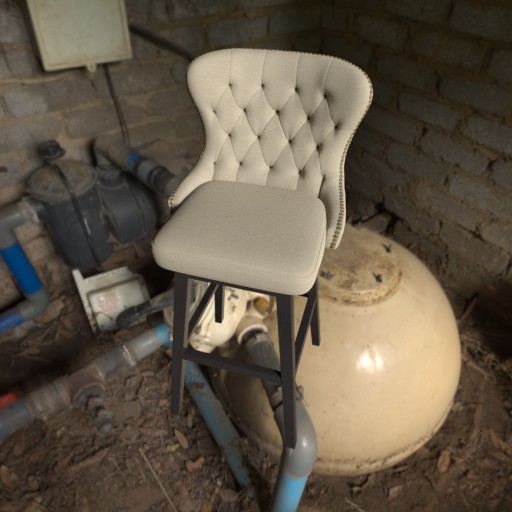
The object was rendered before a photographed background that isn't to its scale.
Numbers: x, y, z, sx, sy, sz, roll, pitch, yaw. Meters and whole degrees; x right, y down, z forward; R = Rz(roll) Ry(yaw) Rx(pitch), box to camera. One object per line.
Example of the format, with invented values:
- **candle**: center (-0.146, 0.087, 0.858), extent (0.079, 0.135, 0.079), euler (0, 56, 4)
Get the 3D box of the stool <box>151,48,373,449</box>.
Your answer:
- **stool**: center (0.000, 0.000, 1.386), extent (0.528, 1.066, 0.605), euler (11, 41, 13)
